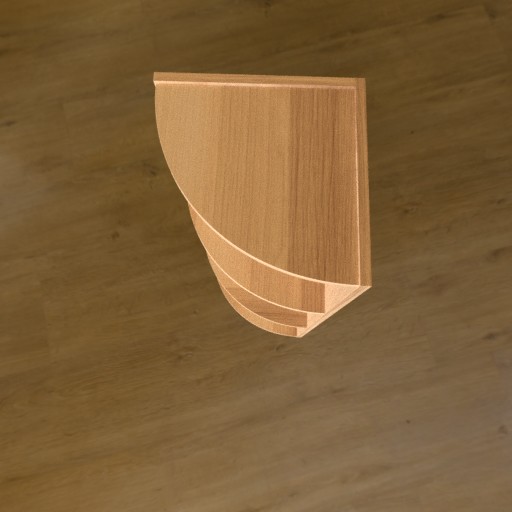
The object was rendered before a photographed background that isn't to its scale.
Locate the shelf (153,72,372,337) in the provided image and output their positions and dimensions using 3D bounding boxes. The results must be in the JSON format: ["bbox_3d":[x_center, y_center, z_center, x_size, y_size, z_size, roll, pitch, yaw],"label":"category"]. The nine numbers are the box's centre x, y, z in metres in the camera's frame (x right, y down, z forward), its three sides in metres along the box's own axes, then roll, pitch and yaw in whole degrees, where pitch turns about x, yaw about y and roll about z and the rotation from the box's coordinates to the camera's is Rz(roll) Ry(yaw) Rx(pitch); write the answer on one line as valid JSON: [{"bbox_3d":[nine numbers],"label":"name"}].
[{"bbox_3d":[0.000,0.000,0.995,0.290,0.872,0.290,2,76,0],"label":"shelf"}]
